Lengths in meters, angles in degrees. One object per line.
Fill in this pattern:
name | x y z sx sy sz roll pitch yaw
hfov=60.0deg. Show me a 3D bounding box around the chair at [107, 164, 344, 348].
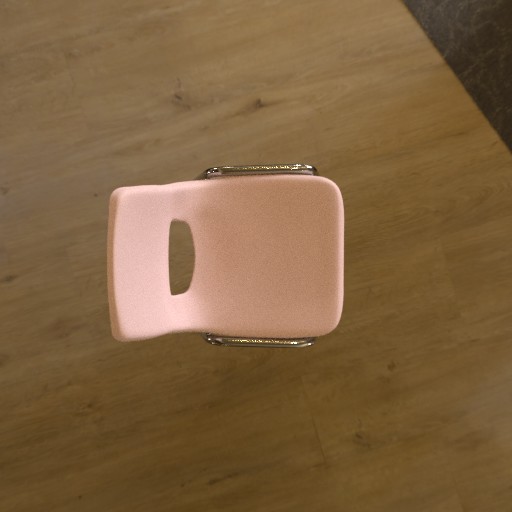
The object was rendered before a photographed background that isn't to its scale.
chair | 0.000 0.000 0.960 0.436 0.704 0.381 0 92 -2
